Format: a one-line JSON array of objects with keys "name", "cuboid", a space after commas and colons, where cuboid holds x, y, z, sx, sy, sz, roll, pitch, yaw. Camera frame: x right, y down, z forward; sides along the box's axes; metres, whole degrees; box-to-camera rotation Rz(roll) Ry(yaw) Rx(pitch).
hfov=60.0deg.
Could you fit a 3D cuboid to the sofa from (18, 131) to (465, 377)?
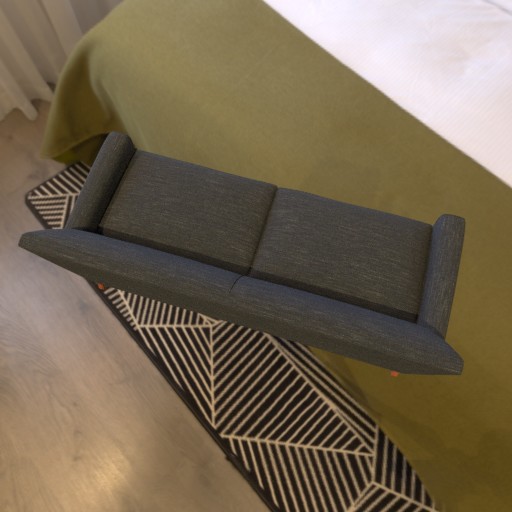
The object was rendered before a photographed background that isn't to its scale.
[{"name": "sofa", "cuboid": [0.000, 0.000, 2.348, 1.976, 0.846, 0.875, 15, 65, 7]}]
